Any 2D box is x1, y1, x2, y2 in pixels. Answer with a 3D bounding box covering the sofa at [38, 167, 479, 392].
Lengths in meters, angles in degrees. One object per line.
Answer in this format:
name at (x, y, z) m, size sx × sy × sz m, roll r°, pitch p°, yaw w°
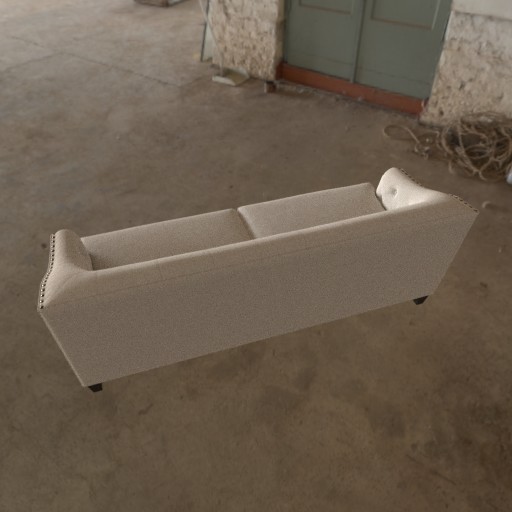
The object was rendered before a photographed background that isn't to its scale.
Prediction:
sofa at (0.000, 0.000, 2.701) m, size 2.235 × 0.901 × 0.914 m, roll -12°, pitch 44°, yaw -13°
